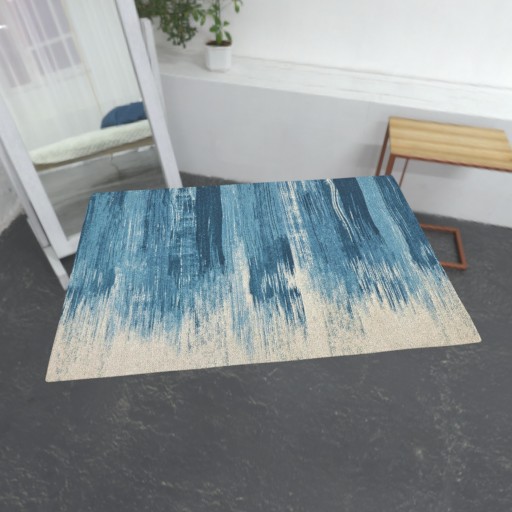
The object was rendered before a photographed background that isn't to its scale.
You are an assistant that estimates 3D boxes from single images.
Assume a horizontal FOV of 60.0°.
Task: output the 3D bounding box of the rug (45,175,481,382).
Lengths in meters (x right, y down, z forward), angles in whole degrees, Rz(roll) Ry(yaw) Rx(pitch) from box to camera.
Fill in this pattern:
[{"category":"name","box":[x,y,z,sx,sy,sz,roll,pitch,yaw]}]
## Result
[{"category":"rug","box":[0.000,0.000,2.262,1.836,0.009,1.232,-4,46,-4]}]
